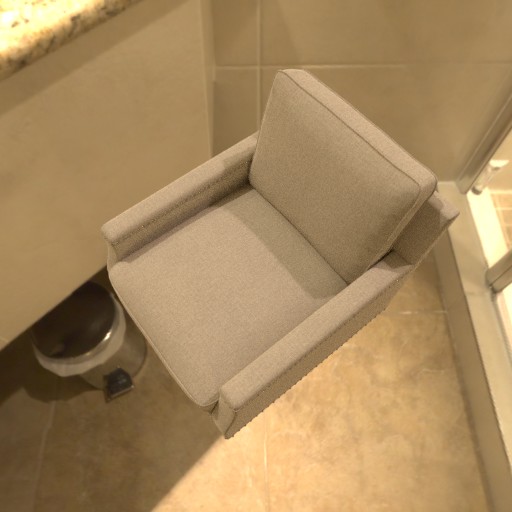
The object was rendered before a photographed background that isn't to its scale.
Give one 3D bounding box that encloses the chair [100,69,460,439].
[{"bbox_3d":[0.000,0.000,1.707,1.014,0.943,0.853,-35,67,-17],"label":"chair"}]
